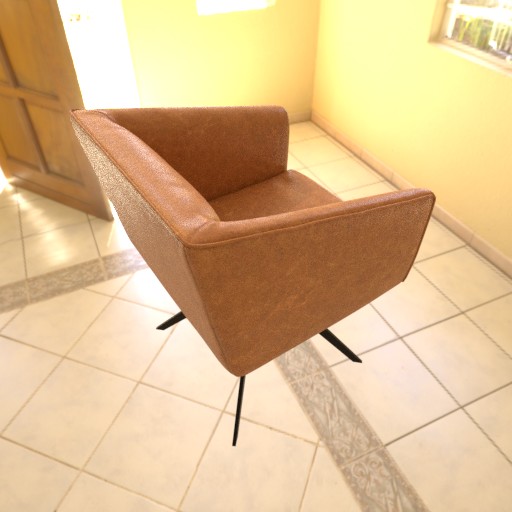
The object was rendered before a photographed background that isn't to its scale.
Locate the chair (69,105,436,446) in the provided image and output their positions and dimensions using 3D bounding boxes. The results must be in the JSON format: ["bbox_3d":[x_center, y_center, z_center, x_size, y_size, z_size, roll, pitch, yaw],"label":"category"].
[{"bbox_3d":[0.000,0.000,1.180,0.625,0.760,0.588,-24,47,-25],"label":"chair"}]
